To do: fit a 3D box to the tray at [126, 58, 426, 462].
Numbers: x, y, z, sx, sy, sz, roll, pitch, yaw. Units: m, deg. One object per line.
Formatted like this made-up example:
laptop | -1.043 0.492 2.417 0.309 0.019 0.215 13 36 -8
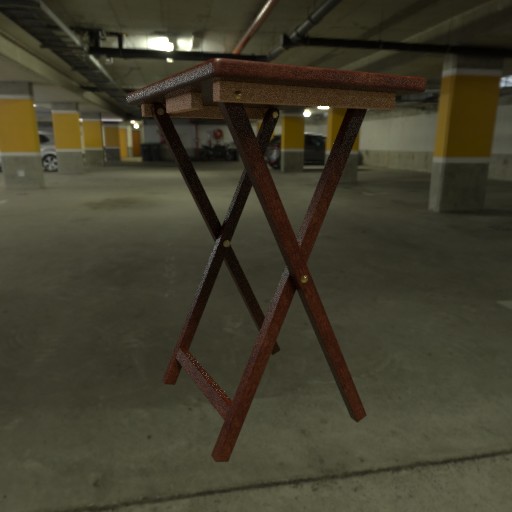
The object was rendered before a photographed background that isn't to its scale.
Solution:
tray | 0.000 0.000 0.921 0.381 0.660 0.483 -8 16 -28
